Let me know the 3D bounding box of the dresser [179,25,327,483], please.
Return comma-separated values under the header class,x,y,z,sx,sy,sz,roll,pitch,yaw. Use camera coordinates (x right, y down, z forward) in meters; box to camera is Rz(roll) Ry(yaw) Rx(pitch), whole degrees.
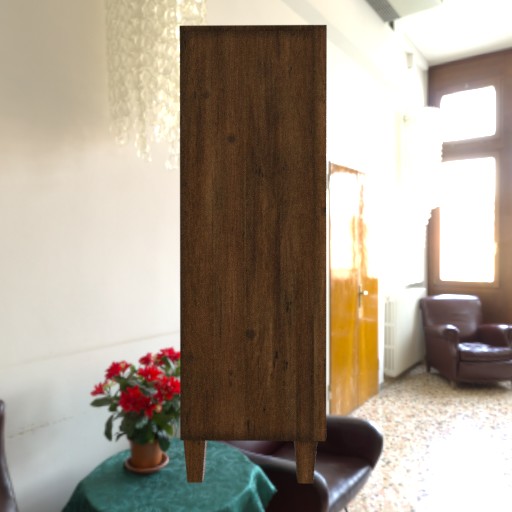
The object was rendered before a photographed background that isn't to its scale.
class,x,y,z,sx,sy,sz,roll,pitch,yaw
dresser,0.000,0.000,1.834,0.438,1.359,1.067,0,1,1
